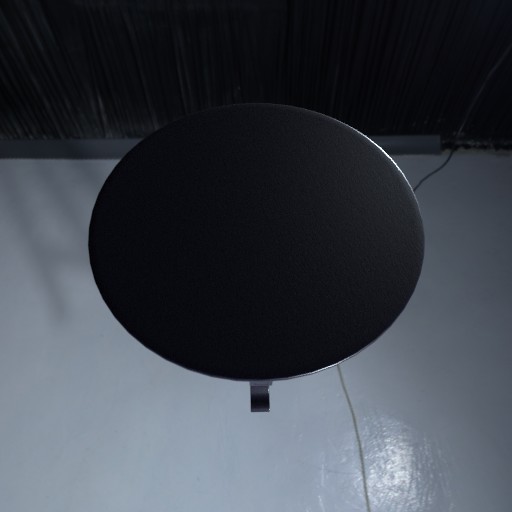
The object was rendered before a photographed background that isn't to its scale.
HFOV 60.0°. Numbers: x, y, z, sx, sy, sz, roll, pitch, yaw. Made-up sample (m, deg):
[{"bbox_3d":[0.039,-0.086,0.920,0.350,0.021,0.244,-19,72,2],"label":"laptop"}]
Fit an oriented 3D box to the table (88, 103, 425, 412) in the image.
[{"bbox_3d":[0.000,0.000,1.580,1.029,0.491,1.029,0,59,0],"label":"table"}]
